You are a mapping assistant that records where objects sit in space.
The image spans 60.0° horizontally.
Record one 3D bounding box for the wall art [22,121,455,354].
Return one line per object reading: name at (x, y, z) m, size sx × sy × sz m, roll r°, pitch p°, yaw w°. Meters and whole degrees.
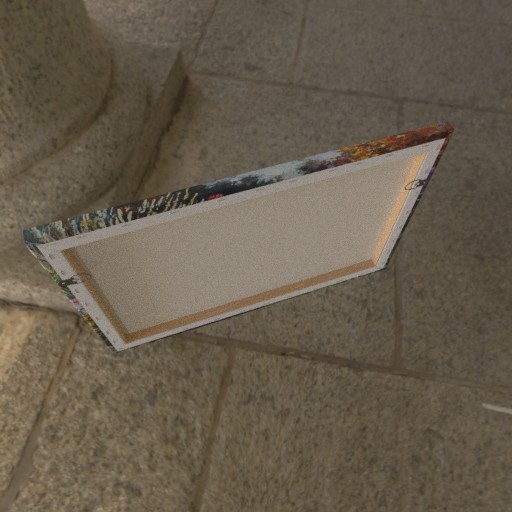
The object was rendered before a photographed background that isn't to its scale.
wall art at (0.000, 0.000, 1.441) m, size 1.136 × 0.760 × 0.042 m, roll -16°, pitch 60°, yaw -10°
